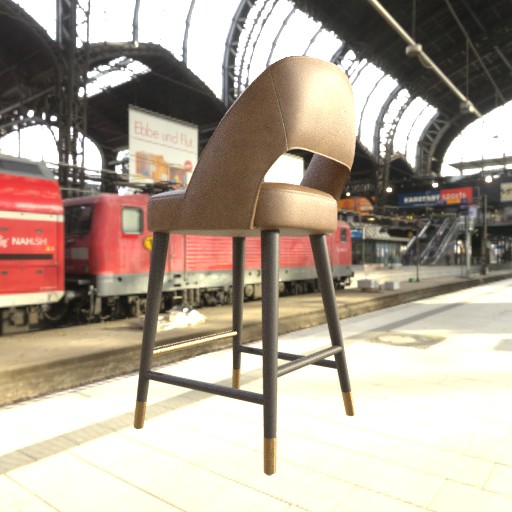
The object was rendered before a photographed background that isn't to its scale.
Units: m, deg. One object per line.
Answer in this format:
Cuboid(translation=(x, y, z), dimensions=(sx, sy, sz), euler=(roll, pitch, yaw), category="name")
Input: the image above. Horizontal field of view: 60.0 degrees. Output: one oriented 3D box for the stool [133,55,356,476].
Cuboid(translation=(0.000, 0.000, 1.241), dimensions=(0.509, 0.940, 0.494), euler=(0, 0, 36), category="stool")
